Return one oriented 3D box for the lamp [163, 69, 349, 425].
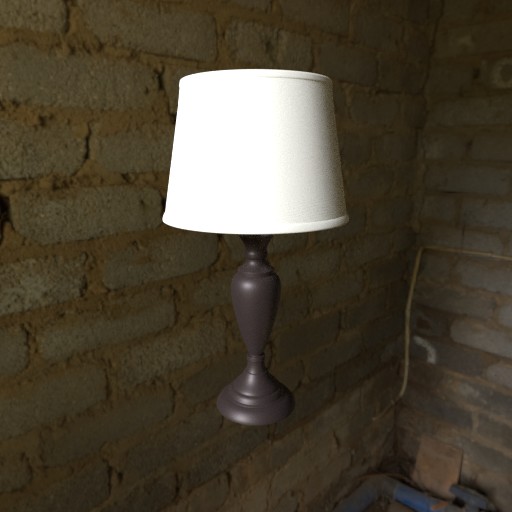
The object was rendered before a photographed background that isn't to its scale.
[{"bbox_3d":[0.000,0.000,0.830,0.335,0.611,0.335,0,13,0],"label":"lamp"}]
